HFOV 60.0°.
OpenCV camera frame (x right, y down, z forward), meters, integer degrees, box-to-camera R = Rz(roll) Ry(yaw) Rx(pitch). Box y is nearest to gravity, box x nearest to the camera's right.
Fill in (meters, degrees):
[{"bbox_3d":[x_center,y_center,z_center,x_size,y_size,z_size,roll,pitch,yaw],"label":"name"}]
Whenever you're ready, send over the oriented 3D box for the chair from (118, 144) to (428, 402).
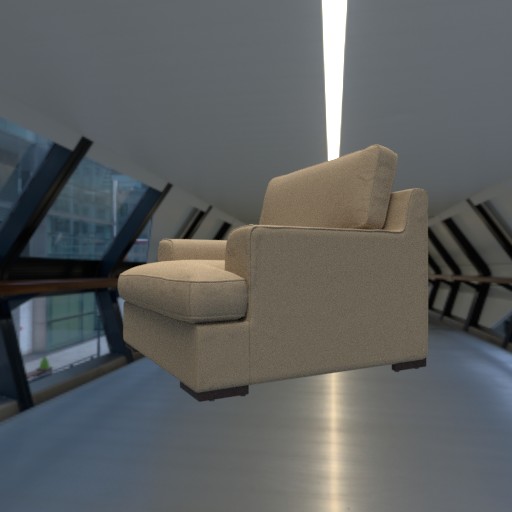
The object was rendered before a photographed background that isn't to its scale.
[{"bbox_3d":[0.000,0.000,2.224,1.274,1.005,1.293,1,-1,-36],"label":"chair"}]
